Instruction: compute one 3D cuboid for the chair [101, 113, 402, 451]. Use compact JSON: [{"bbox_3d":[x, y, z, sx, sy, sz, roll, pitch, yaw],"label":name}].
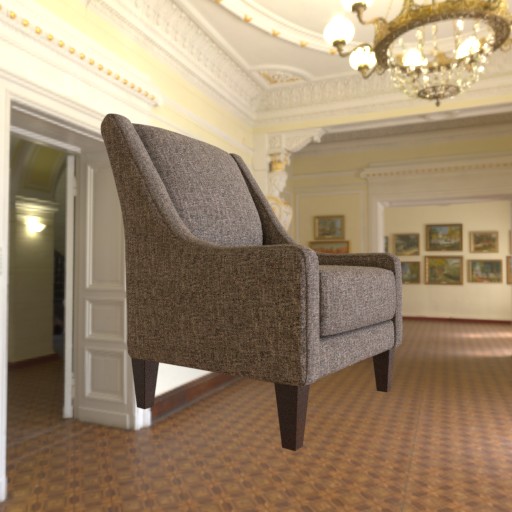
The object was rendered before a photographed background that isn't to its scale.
[{"bbox_3d":[0.000,0.000,1.631,0.870,1.014,0.774,-1,-2,36],"label":"chair"}]
